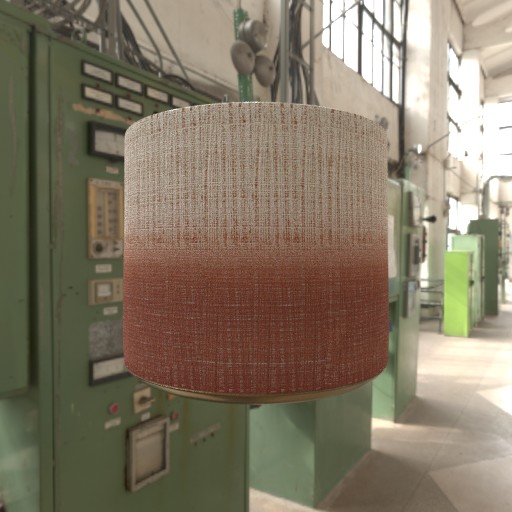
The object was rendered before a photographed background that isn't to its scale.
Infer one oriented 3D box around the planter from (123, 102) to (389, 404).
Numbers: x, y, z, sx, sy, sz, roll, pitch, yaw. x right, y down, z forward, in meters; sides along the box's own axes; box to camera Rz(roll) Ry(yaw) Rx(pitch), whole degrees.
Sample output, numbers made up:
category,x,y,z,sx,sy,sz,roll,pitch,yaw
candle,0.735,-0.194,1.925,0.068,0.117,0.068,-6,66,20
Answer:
category,x,y,z,sx,sy,sz,roll,pitch,yaw
planter,0.000,0.000,0.308,0.178,0.157,0.178,0,1,0
